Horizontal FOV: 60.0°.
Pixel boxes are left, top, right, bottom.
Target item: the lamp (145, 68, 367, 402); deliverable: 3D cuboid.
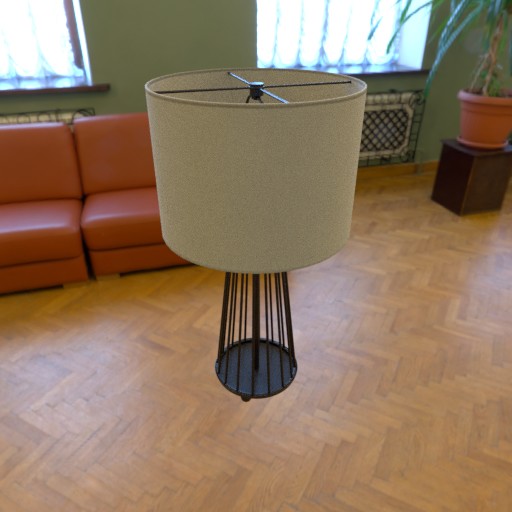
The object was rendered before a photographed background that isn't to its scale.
[{"bbox_3d":[0.000,0.000,0.803,0.322,0.593,0.322,-9,31,-16],"label":"lamp"}]
